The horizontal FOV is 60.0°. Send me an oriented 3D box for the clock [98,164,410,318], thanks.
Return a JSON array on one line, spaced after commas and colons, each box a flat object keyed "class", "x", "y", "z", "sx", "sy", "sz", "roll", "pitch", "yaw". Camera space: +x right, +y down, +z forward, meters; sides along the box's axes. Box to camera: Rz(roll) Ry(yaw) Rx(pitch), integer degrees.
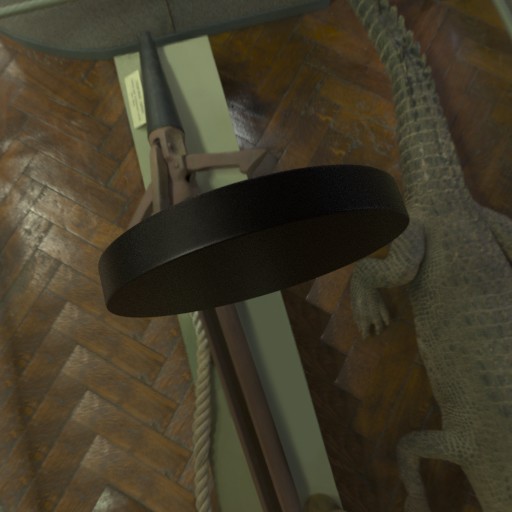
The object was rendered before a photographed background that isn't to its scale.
[{"class": "clock", "x": 0.000, "y": 0.000, "z": 0.469, "sx": 0.314, "sy": 0.314, "sz": 0.040, "roll": -16, "pitch": 77, "yaw": -4}]
